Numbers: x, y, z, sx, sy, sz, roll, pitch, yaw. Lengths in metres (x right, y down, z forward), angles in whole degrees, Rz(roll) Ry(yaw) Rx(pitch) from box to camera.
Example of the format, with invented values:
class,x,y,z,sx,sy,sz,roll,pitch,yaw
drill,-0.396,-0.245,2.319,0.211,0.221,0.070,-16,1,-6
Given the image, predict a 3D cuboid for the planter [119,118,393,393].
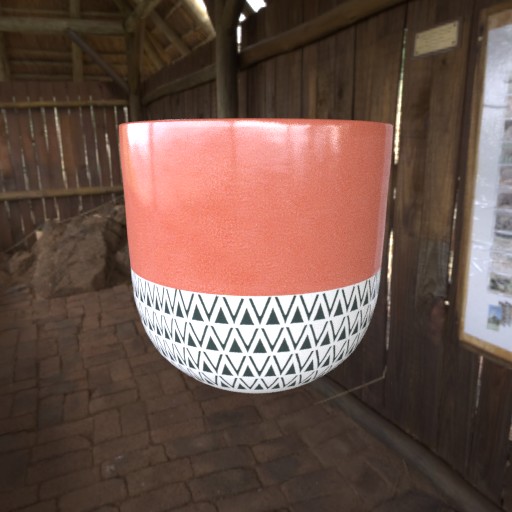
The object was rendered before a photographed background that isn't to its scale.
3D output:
class,x,y,z,sx,sy,sz,roll,pitch,yaw
planter,0.000,0.000,0.480,0.266,0.270,0.266,0,14,0
